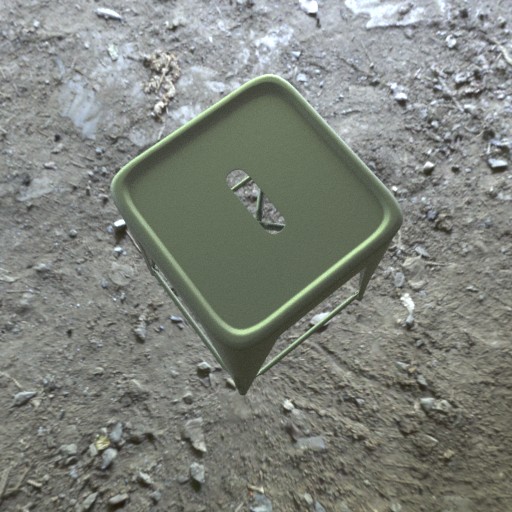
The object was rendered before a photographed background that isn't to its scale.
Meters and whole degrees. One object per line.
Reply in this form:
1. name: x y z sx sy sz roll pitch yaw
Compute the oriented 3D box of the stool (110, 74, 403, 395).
1. stool: 0.000 0.000 0.889 0.410 0.608 0.410 -37 79 -9
